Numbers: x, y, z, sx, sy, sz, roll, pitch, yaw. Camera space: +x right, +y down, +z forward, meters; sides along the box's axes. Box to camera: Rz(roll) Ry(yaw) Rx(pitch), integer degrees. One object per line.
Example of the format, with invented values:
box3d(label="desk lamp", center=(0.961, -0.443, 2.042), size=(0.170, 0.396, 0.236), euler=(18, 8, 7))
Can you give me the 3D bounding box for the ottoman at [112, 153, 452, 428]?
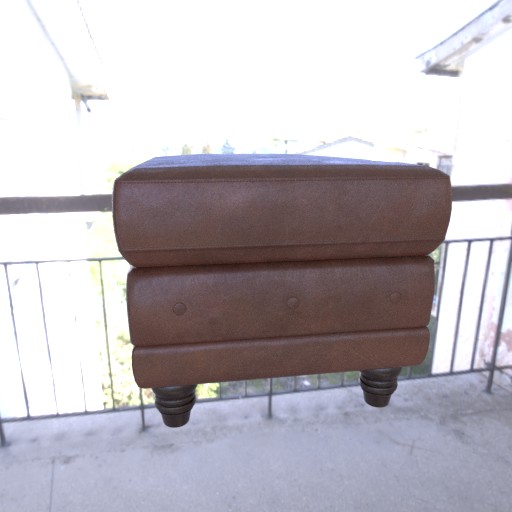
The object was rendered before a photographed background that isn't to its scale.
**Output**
box3d(label="ottoman", center=(0.000, 0.000, 1.152), size=(0.588, 0.509, 0.795), euler=(-2, 14, -9))
